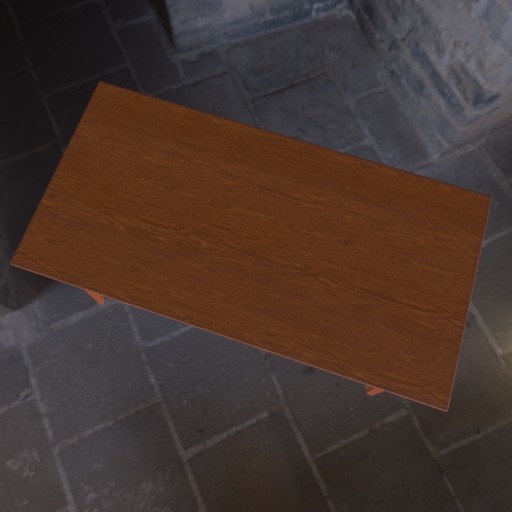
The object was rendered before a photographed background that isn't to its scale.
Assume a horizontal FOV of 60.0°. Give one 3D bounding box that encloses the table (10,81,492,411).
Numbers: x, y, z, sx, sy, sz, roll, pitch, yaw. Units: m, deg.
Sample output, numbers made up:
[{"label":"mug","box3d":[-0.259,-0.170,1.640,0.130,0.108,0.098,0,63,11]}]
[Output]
[{"label":"table","box3d":[0.000,0.000,2.000,1.609,0.755,0.811,18,76,5]}]
